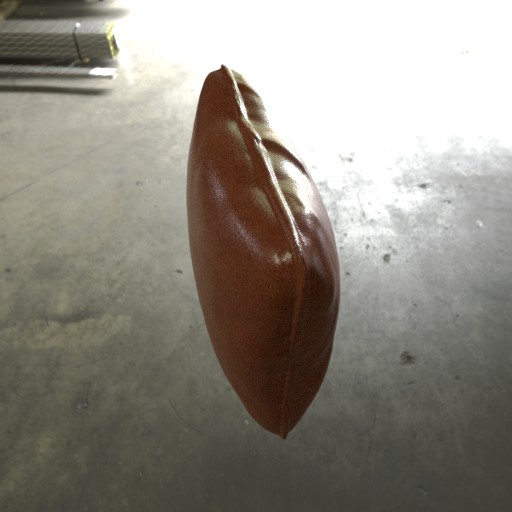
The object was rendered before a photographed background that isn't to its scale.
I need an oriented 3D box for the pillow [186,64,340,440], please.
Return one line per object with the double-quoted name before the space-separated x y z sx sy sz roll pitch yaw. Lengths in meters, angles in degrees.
"pillow" 0.000 0.000 0.822 0.236 0.523 0.532 -10 48 -9
